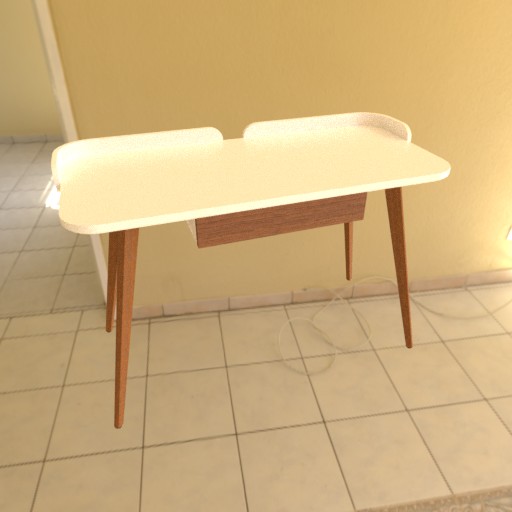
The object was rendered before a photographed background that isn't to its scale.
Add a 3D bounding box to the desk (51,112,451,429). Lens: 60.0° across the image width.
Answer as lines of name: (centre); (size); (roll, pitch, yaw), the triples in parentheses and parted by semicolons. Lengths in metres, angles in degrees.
desk: (0.000, 0.000, 1.610); (1.206, 0.807, 0.534); (-11, 34, -16)
